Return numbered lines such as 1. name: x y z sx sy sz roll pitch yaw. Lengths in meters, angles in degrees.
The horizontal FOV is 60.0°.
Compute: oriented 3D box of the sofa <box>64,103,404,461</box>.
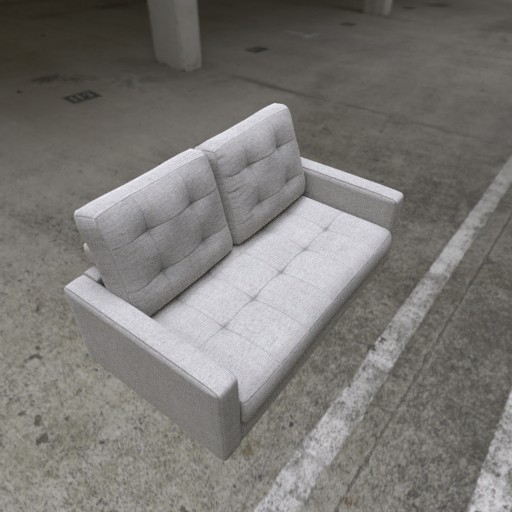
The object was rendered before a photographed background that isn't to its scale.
1. sofa: 0.000 0.000 1.991 0.842 0.907 1.407 26 47 27
